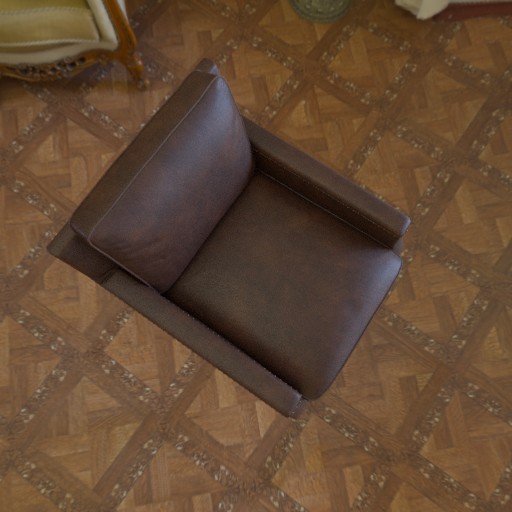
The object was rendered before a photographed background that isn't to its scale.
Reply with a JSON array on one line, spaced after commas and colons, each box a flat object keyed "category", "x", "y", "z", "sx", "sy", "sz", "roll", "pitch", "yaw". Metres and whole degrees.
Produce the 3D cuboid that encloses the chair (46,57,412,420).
[{"category": "chair", "x": 0.000, "y": 0.000, "z": 1.707, "sx": 1.014, "sy": 0.929, "sz": 0.853, "roll": 33, "pitch": 78, "yaw": 8}]
